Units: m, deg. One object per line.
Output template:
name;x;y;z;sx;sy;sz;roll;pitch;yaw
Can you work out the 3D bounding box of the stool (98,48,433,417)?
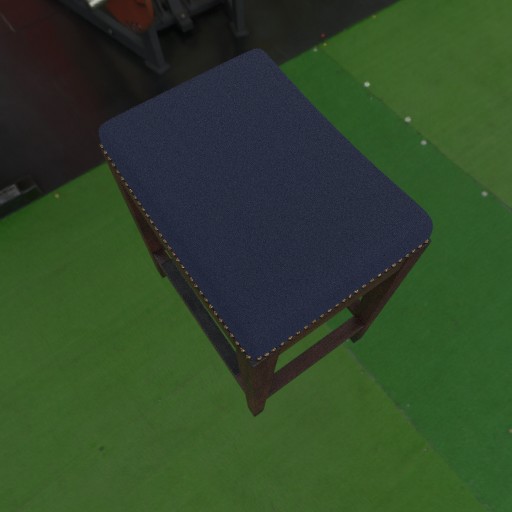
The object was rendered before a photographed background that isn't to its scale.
stool;0.000;0.000;0.983;0.361;0.642;0.500;-32;69;-14
